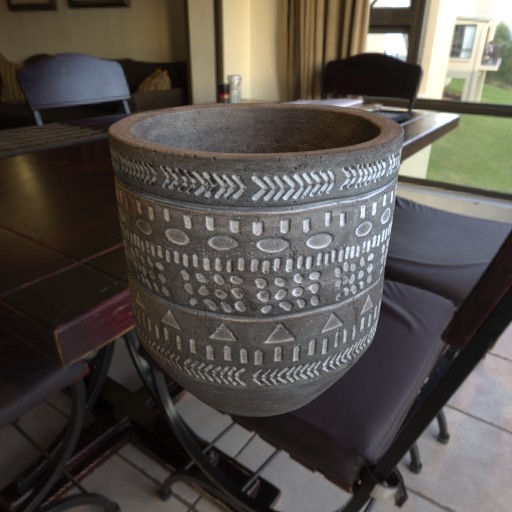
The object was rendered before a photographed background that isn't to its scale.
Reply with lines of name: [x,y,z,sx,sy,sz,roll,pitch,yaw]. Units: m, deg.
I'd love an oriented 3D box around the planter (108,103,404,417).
planter: [0.000,0.000,0.252,0.142,0.149,0.142,0,27,0]
